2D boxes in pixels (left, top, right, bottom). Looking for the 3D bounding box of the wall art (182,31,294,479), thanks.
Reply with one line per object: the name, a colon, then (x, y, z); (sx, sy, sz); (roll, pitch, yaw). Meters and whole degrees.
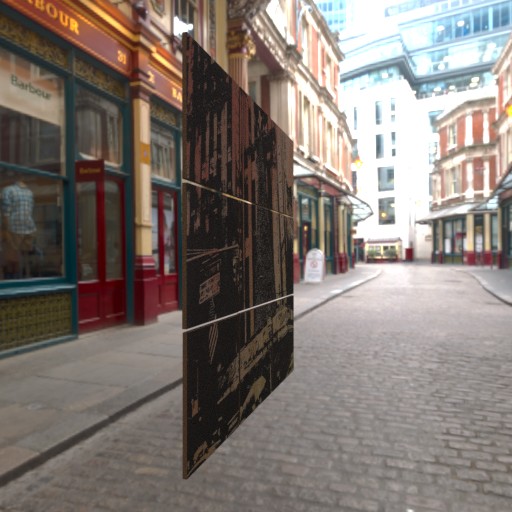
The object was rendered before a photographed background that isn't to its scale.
wall art: (0.000, 0.000, 2.230); (0.017, 1.521, 1.527); (0, 0, 19)
